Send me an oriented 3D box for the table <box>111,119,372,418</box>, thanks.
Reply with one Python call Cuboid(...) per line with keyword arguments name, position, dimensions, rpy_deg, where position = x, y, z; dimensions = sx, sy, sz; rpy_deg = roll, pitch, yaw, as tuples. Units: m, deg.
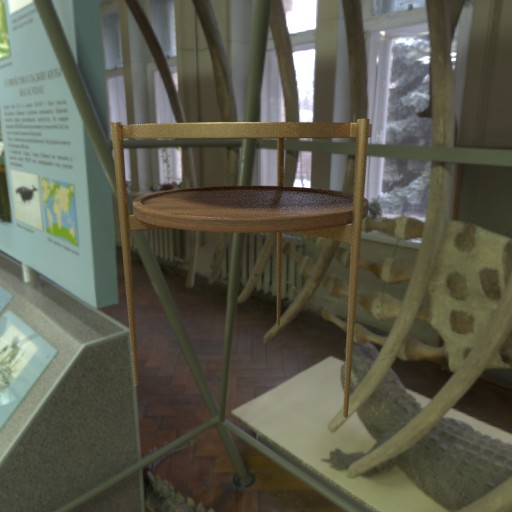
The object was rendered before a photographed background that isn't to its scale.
Cuboid(name="table", position=(0.000, 0.000, 0.853), dimensions=(0.430, 0.493, 0.456), rpy_deg=(-14, 21, -43))
